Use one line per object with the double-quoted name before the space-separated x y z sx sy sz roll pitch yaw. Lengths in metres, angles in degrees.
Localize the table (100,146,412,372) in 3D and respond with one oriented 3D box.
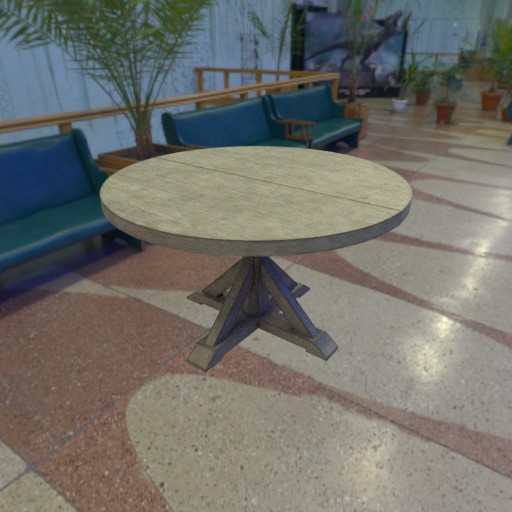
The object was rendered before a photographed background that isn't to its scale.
"table" 0.000 0.000 2.194 1.363 0.781 1.363 0 26 0
